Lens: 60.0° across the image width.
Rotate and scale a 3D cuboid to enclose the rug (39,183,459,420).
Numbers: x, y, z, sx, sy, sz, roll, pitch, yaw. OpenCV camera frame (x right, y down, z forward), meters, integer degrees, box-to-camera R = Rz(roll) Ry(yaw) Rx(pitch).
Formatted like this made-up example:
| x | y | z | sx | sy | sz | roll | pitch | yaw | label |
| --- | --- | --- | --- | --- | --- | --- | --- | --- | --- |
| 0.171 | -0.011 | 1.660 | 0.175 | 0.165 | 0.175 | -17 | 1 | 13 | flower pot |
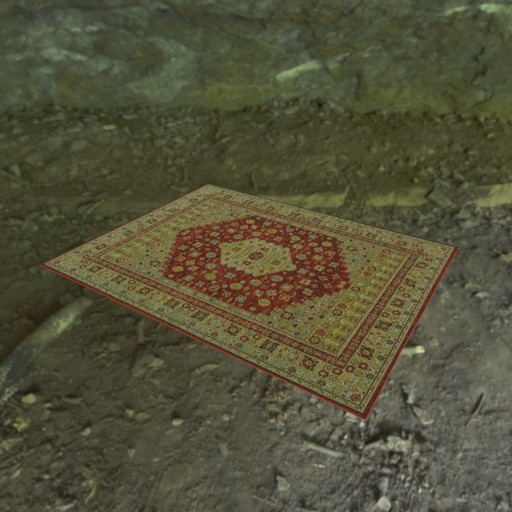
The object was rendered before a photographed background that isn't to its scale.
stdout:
| x | y | z | sx | sy | sz | roll | pitch | yaw | label |
| --- | --- | --- | --- | --- | --- | --- | --- | --- | --- |
| 0.000 | 0.000 | 4.073 | 3.053 | 0.013 | 2.387 | 18 | 35 | 28 | rug |
